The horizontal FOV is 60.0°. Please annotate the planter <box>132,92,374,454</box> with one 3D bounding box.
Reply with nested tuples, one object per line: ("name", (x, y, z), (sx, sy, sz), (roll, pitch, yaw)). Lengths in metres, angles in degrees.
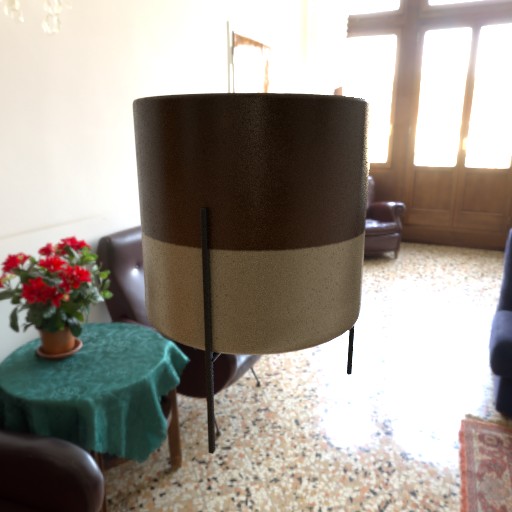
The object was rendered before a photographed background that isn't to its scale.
("planter", (0.000, 0.000, 0.710), (0.354, 0.465, 0.345), (-3, 16, -11))
